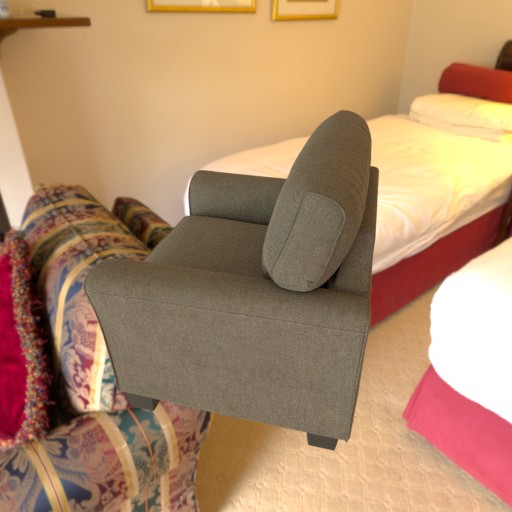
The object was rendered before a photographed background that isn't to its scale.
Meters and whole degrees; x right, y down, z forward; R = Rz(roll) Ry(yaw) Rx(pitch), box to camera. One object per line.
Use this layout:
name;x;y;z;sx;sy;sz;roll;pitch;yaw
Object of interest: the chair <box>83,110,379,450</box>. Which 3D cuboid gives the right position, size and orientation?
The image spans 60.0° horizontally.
chair;0.000;0.000;1.610;0.816;0.890;0.941;7;31;12
